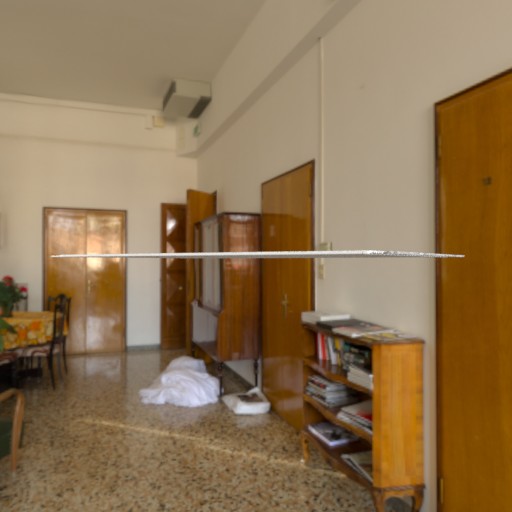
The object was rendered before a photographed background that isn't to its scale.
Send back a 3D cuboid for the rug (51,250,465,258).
[{"bbox_3d":[0.000,0.000,2.378,1.872,0.013,1.243,0,-1,34],"label":"rug"}]
